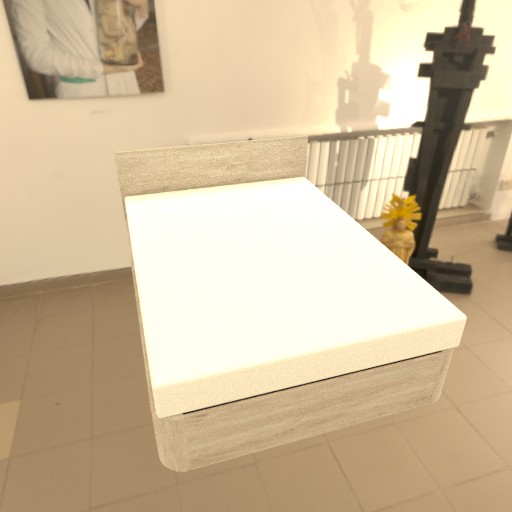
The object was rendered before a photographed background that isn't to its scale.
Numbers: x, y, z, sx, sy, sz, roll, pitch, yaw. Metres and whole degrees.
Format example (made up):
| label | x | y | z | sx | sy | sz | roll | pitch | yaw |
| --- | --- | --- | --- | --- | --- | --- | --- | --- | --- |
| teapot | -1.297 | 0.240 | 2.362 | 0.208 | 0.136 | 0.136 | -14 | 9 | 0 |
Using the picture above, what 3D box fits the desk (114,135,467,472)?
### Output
| label | x | y | z | sx | sy | sz | roll | pitch | yaw |
| --- | --- | --- | --- | --- | --- | --- | --- | --- | --- |
| desk | 0.000 | 0.000 | 2.571 | 1.400 | 0.800 | 1.900 | -9 | 31 | -15 |
